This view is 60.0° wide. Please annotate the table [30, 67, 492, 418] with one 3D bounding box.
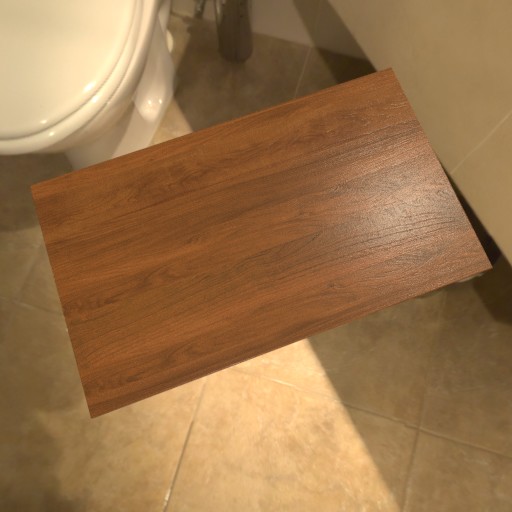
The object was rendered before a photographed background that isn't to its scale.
[{"bbox_3d":[0.000,0.000,1.686,1.205,0.760,0.714,-20,77,-5],"label":"table"}]
